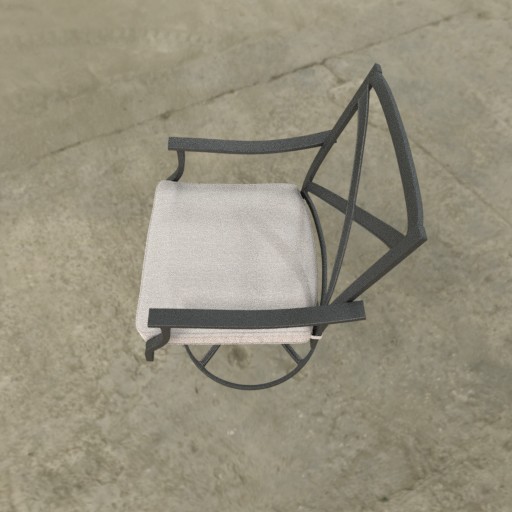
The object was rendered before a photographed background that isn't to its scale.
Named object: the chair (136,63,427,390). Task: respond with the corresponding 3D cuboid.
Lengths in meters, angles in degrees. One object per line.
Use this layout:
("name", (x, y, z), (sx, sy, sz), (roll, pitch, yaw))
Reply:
("chair", (0.000, 0.000, 1.269), (0.620, 0.889, 0.575), (-1, 58, -1))
